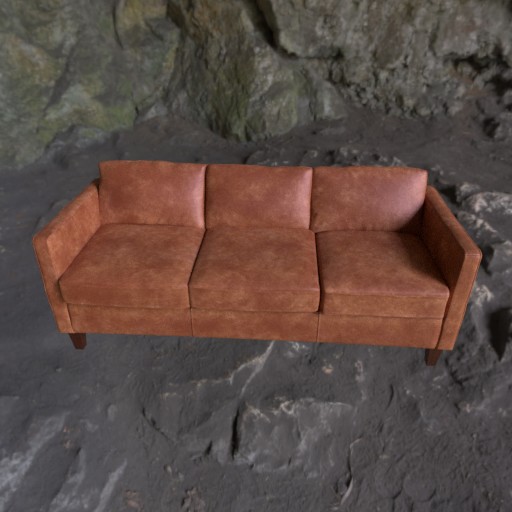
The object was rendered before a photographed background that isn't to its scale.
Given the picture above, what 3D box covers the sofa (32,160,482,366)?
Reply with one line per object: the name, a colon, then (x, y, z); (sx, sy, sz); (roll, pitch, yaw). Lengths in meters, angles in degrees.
sofa: (0.000, 0.000, 2.918); (2.464, 1.006, 1.045); (2, 31, 3)
